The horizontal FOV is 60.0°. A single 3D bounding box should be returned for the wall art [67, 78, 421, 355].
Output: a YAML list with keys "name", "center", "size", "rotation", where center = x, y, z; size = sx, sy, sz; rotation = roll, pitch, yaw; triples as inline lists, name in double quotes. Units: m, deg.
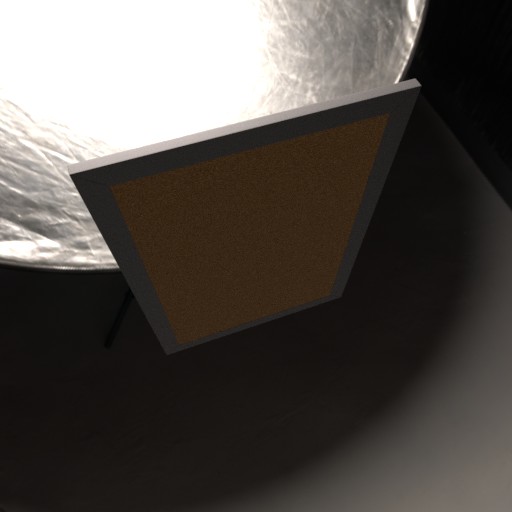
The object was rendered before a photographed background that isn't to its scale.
- name: "wall art"
  center: [0.000, 0.000, 0.683]
  size: [0.380, 0.534, 0.013]
  rotation: [-17, 61, -10]
